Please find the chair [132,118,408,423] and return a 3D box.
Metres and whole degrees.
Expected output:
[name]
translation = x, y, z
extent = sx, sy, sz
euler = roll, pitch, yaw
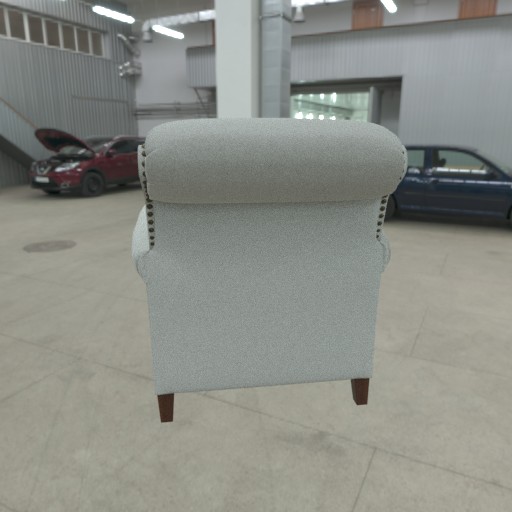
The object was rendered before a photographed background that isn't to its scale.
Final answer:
[chair]
translation = 0.000, 0.000, 1.599
extent = 0.854, 0.927, 0.890
euler = -2, 15, -8
